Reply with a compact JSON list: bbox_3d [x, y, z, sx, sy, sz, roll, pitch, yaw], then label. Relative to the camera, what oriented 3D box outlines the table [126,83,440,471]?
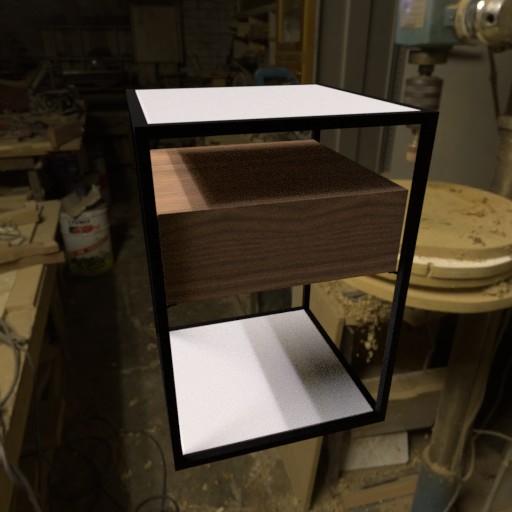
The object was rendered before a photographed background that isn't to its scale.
[{"bbox_3d":[0.000,0.000,0.800,0.378,0.540,0.378,-7,27,-14],"label":"table"}]
